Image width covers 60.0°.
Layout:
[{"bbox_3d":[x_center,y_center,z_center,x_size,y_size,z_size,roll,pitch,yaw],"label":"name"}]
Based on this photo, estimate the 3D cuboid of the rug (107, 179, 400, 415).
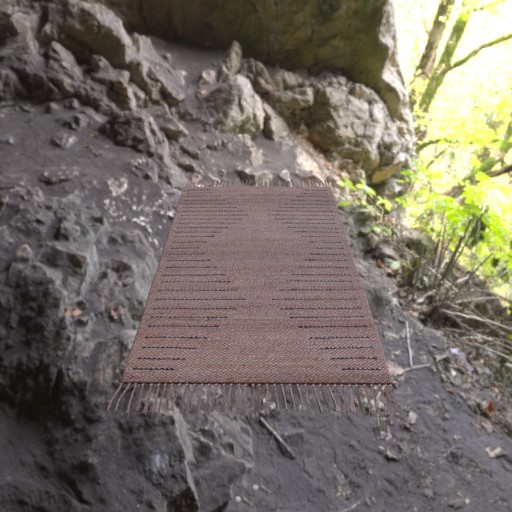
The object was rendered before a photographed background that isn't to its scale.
[{"bbox_3d":[0.000,0.000,2.053,0.905,0.017,1.718,0,34,0],"label":"rug"}]
